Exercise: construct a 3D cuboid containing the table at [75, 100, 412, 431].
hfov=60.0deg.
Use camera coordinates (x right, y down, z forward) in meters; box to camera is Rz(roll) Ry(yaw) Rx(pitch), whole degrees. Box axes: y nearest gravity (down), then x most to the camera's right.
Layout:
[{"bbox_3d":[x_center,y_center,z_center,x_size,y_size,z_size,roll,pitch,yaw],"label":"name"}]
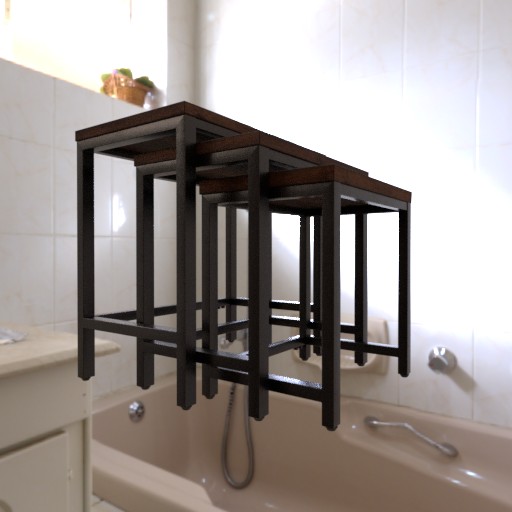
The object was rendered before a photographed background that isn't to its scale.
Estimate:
[{"bbox_3d":[0.000,0.000,1.146,0.660,0.616,0.608,0,1,36],"label":"table"}]
